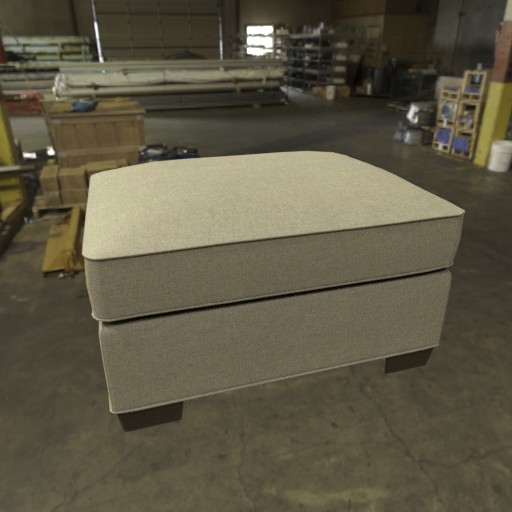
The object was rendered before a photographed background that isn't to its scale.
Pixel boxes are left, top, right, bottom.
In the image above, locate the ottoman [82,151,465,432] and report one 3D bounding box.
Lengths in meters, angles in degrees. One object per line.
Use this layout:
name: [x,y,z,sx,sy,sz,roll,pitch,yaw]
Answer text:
ottoman: [0.000,0.000,1.244,0.843,0.504,0.619,-8,27,-15]
